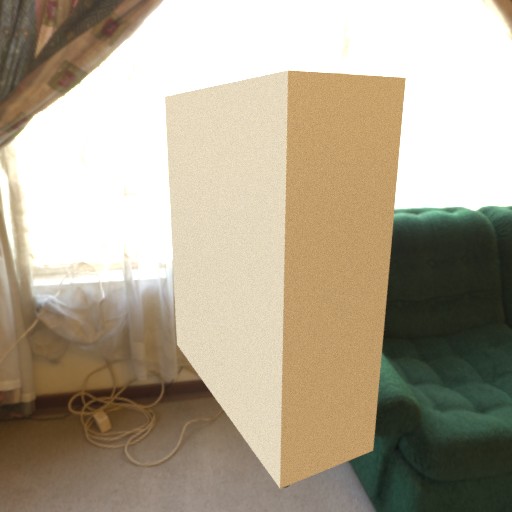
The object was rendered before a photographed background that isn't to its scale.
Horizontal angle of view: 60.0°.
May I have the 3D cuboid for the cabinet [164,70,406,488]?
[{"bbox_3d":[0.000,0.000,1.627,0.348,1.150,0.990,-8,18,-26],"label":"cabinet"}]
